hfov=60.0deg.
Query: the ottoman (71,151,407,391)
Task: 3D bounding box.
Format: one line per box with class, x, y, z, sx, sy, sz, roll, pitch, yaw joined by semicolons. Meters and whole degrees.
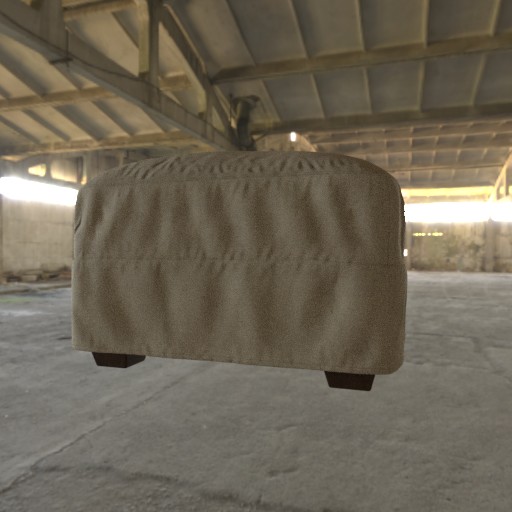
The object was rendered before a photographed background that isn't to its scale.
ottoman;0.000;0.000;1.100;0.712;0.480;0.584;0;0;18
